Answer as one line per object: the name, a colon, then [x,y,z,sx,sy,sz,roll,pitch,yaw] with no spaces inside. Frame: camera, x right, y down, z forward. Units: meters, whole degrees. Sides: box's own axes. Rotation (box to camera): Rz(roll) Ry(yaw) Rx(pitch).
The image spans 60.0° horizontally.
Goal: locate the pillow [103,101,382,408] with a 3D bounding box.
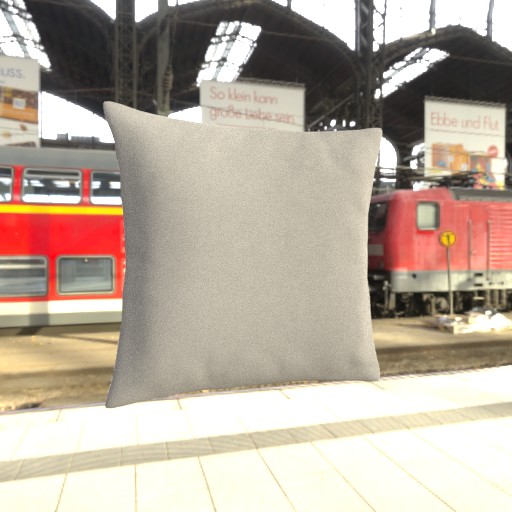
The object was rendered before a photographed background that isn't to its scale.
pillow: [0.000,0.000,0.810,0.526,0.507,0.166,0,1,-18]
